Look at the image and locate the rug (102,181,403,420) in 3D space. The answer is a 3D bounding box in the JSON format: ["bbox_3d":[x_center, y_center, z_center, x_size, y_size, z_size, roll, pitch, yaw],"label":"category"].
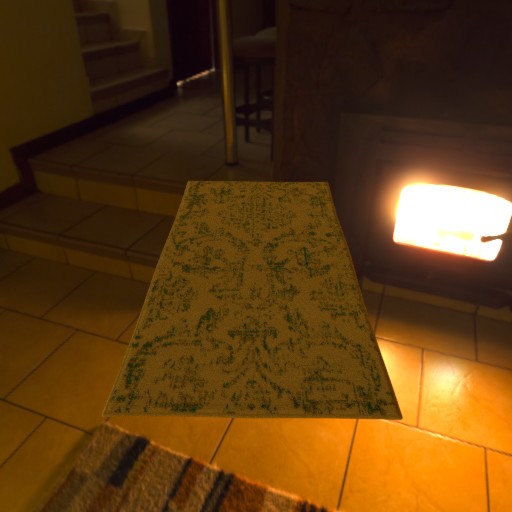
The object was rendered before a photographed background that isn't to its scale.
[{"bbox_3d":[0.000,0.000,1.402,0.605,0.007,1.220,0,32,1],"label":"rug"}]
